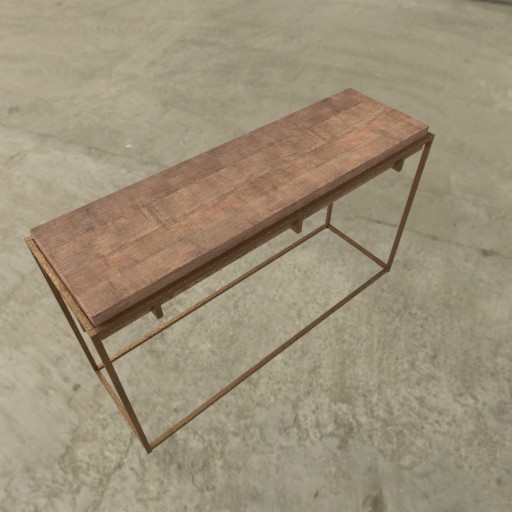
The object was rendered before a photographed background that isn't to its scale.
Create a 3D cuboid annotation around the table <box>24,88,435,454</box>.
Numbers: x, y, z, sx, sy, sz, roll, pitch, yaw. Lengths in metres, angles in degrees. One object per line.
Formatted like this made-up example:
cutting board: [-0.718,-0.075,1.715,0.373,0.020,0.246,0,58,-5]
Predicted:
table: [0.000,0.000,1.756,1.400,0.820,0.440,-31,54,-26]
